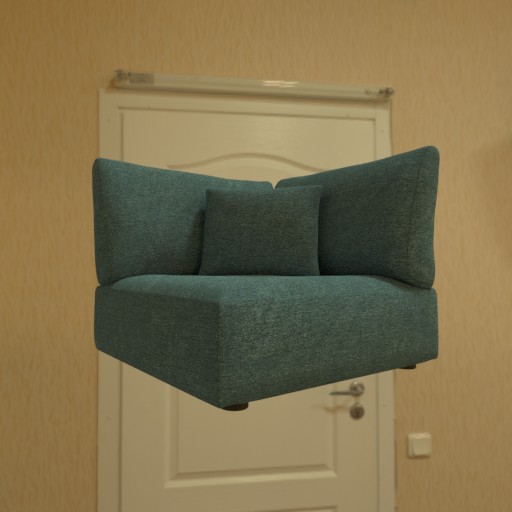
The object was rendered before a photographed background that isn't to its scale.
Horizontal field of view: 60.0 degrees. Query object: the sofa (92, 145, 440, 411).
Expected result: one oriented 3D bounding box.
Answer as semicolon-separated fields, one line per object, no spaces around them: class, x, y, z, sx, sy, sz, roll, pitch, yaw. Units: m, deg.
sofa;0.000;0.000;1.727;1.000;0.820;1.000;1;-1;-37
